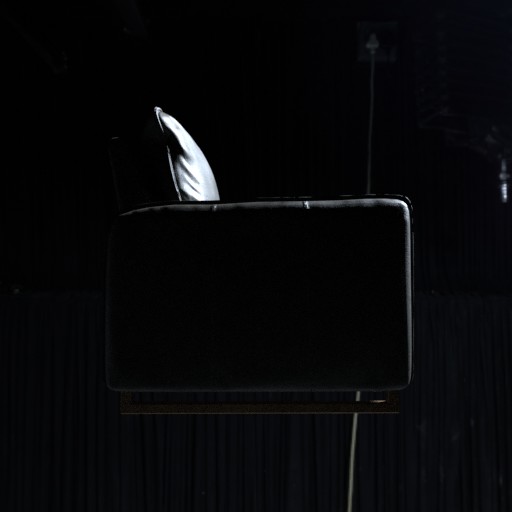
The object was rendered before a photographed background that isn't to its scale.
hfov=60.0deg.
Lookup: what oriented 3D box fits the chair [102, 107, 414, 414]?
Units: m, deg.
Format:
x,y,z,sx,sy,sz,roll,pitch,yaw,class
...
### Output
x,y,z,sx,sy,sz,roll,pitch,yaw,class
0.000,0.000,1.634,0.921,0.921,0.830,0,-2,-1,chair
